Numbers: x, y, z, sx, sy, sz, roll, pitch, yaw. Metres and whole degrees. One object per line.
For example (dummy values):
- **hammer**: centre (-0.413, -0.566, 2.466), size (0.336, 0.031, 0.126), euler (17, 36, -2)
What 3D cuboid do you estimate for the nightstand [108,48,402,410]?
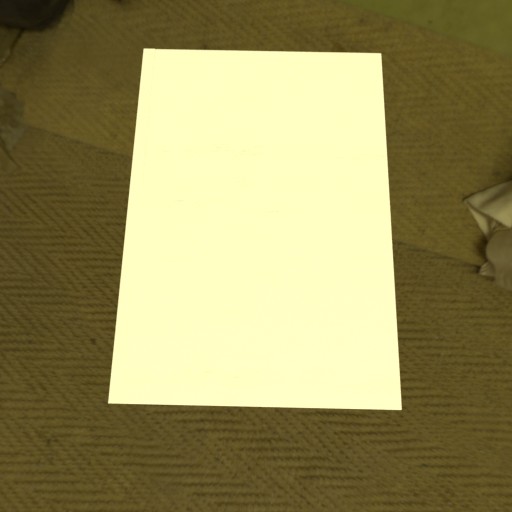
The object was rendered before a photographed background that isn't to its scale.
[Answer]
- **nightstand**: centre (0.000, 0.000, 1.020), size (0.447, 0.604, 0.614), euler (1, 75, 0)
